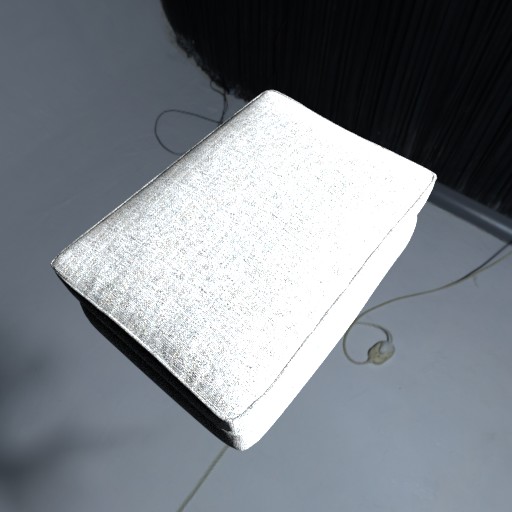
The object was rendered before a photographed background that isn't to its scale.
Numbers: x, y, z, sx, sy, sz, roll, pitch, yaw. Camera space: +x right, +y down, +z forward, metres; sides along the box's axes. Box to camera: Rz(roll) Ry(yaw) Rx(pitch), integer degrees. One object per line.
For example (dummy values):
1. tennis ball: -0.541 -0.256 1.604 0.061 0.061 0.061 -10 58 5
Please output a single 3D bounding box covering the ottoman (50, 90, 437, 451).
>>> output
1. ottoman: 0.000 0.000 1.005 0.508 0.406 0.686 35 64 20
